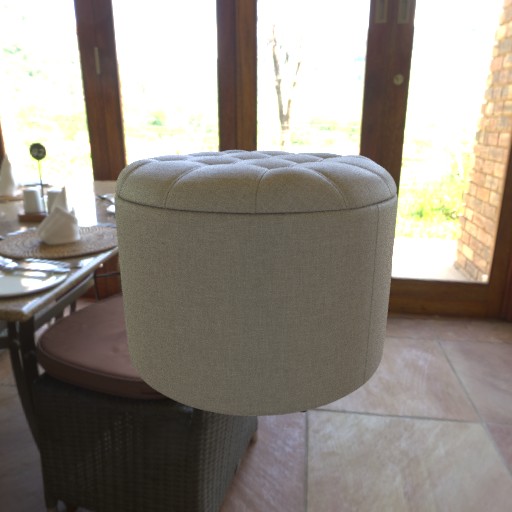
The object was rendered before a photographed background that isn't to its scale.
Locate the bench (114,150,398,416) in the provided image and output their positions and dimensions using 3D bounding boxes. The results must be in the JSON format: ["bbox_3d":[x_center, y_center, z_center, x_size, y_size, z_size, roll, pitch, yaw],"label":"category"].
[{"bbox_3d":[0.000,0.000,1.020,0.600,0.453,0.600,0,17,0],"label":"bench"}]
